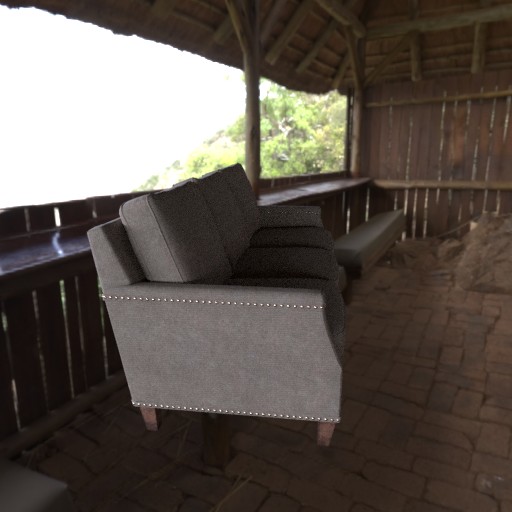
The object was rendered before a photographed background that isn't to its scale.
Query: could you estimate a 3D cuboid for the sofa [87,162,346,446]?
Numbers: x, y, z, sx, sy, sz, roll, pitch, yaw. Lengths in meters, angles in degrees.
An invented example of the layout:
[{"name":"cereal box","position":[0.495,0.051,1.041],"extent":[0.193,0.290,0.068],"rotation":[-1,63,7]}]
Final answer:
[{"name":"sofa","position":[0.000,0.000,2.788],"extent":[1.034,1.042,2.226],"rotation":[2,15,7]}]
